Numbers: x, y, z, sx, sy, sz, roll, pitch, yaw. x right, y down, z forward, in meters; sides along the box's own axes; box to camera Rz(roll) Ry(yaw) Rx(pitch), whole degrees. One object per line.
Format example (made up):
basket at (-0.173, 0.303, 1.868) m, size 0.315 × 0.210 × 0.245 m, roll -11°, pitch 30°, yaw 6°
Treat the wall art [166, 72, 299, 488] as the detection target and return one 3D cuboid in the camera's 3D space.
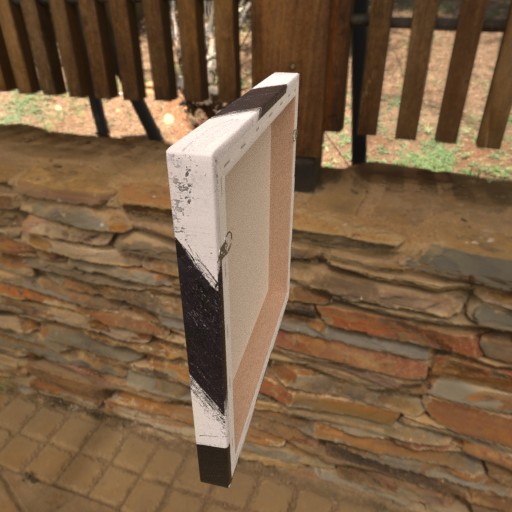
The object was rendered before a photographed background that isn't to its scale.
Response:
wall art at (0.000, 0.000, 0.744) m, size 0.050 × 0.508 × 0.507 m, roll 7°, pitch 31°, yaw 12°
